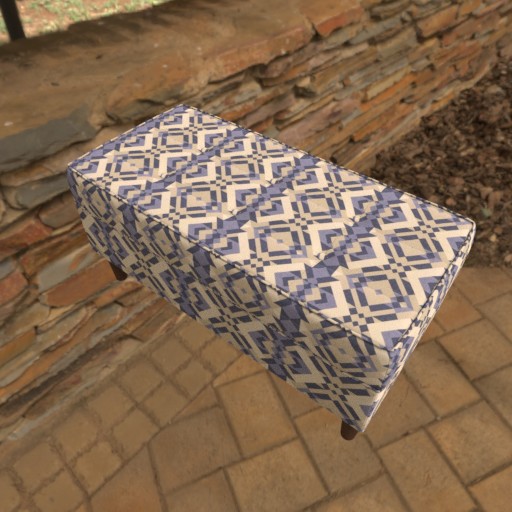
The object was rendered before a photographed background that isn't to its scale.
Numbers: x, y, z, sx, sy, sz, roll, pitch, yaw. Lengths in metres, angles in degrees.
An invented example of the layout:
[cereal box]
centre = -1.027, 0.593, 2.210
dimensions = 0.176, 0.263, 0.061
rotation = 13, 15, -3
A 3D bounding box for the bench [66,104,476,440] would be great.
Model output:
[bench]
centre = 0.000, 0.000, 1.309
dimensions = 1.016, 0.477, 0.492
rotation = 29, 52, 25
